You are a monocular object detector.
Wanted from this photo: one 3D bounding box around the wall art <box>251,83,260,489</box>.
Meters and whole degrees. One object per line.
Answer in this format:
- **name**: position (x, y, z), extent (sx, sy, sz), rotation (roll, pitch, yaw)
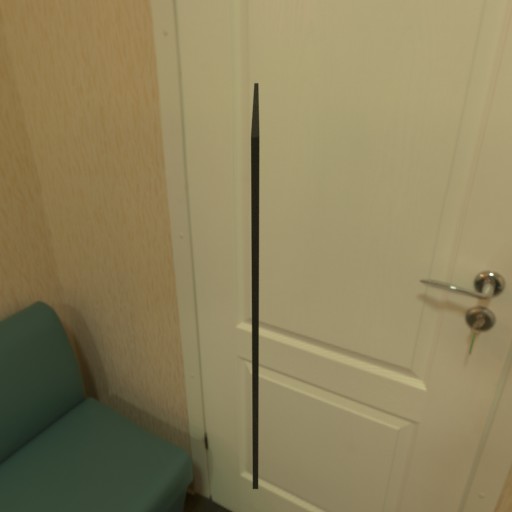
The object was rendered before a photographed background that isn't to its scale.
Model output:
- **wall art**: position (0.000, 0.000, 1.234), extent (0.013, 0.823, 0.823), rotation (0, 27, 0)
